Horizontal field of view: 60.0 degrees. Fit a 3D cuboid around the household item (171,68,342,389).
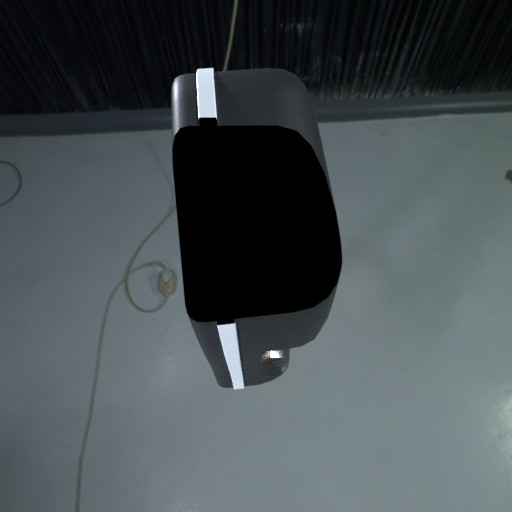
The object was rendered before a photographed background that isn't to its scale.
[{"bbox_3d":[0.000,0.000,0.148,0.038,0.114,0.070,-5,64,-3],"label":"household item"}]
